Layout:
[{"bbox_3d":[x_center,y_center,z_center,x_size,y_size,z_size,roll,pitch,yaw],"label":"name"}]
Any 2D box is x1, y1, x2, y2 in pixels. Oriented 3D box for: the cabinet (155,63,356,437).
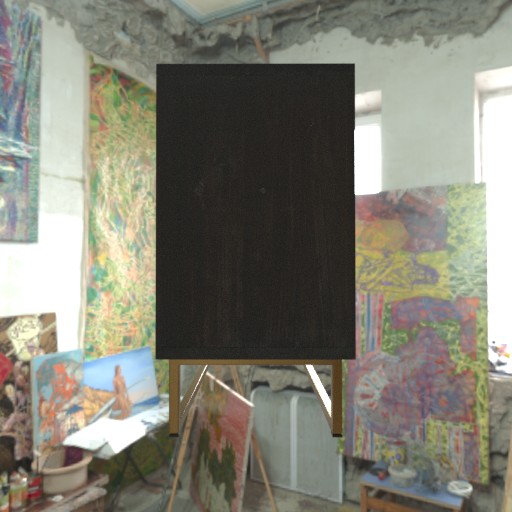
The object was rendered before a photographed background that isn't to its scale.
[{"bbox_3d":[0.000,0.000,1.473,0.451,0.860,0.950,0,-1,0],"label":"cabinet"}]
